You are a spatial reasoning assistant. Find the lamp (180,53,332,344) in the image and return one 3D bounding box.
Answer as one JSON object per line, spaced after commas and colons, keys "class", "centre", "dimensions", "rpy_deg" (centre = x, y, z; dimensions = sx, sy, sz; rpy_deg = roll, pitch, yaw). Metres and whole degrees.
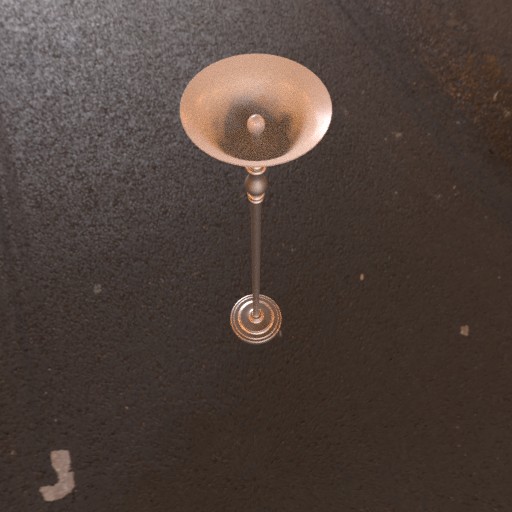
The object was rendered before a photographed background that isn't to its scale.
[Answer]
{"class": "lamp", "centre": [0.000, 0.000, 1.969], "dimensions": [0.405, 1.771, 0.405], "rpy_deg": [15, 64, 7]}
